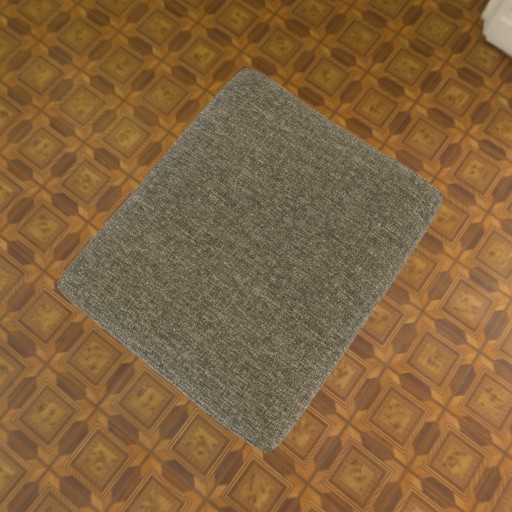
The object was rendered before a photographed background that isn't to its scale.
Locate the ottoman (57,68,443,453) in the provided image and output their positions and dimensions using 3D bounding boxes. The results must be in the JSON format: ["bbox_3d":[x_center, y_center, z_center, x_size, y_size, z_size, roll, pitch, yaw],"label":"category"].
[{"bbox_3d":[0.000,0.000,1.253,0.683,0.480,0.828,36,79,8],"label":"ottoman"}]
